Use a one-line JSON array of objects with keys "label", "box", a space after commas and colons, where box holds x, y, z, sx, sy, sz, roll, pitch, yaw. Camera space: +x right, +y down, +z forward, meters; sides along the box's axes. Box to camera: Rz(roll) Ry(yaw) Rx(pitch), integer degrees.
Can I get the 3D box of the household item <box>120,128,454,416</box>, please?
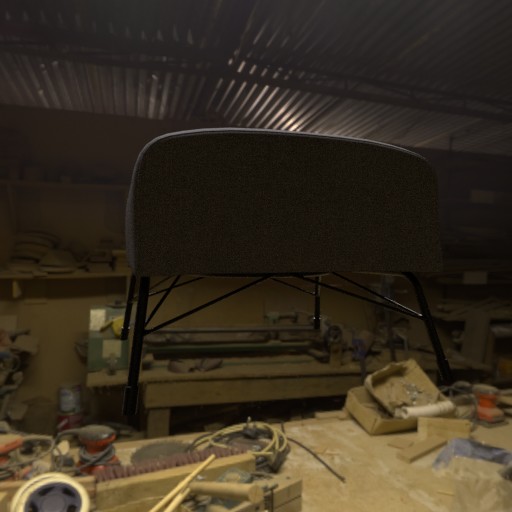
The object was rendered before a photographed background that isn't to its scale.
[{"label": "household item", "box": [0.000, 0.000, 0.905, 0.530, 0.410, 0.530, 0, 1, -17]}]
